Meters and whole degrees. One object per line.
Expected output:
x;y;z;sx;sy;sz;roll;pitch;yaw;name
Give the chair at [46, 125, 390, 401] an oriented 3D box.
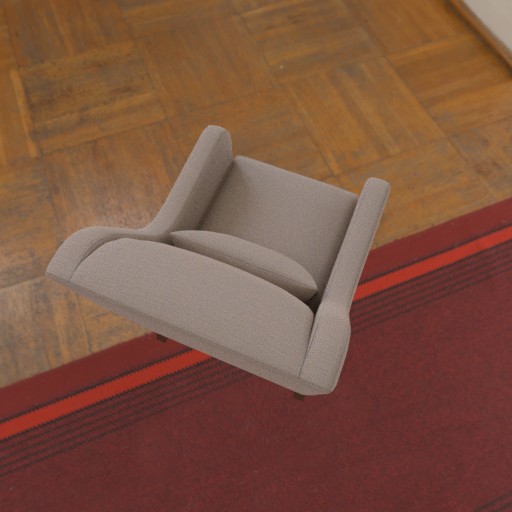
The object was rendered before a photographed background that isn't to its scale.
0.000;0.000;1.568;0.715;1.017;0.896;21;66;10;chair
